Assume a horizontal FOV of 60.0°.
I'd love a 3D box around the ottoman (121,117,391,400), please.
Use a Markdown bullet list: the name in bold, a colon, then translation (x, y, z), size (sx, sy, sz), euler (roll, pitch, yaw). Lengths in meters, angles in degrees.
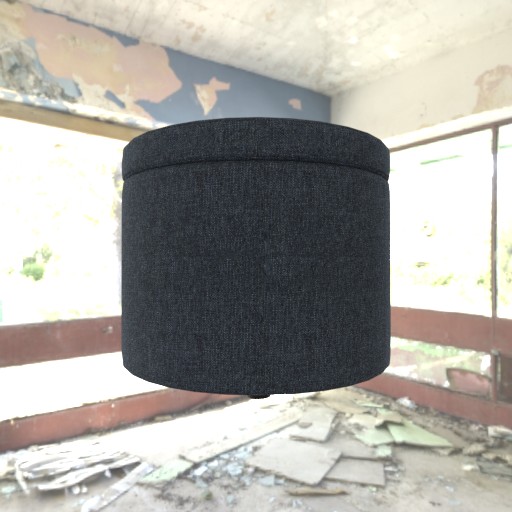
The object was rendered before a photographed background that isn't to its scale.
- **ottoman**: translation (0.000, 0.000, 0.859), size (0.500, 0.419, 0.500), euler (0, 0, 0)
